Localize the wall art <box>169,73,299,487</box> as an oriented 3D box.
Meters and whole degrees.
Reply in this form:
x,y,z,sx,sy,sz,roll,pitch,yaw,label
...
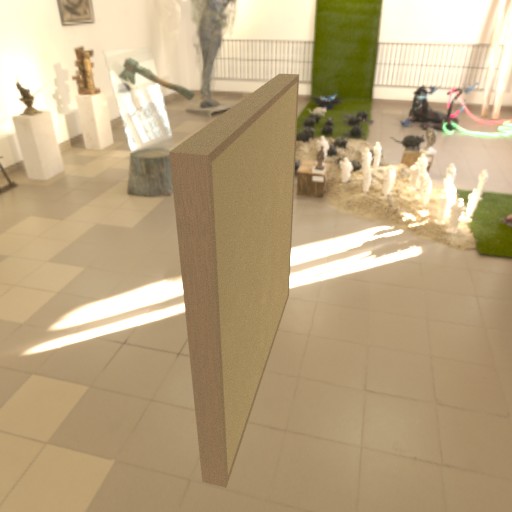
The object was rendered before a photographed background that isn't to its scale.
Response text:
x,y,z,sx,sy,sz,roll,pitch,yaw,label
0.000,0.000,0.749,0.038,0.506,0.508,7,31,12,wall art
